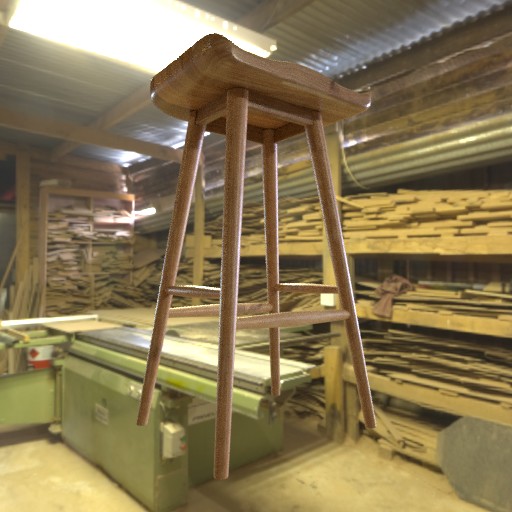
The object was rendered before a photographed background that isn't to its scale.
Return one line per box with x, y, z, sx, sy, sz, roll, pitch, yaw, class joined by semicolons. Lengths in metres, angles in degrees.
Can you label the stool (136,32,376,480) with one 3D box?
0.000;0.000;0.925;0.407;0.698;0.322;2;-3;-38;stool
